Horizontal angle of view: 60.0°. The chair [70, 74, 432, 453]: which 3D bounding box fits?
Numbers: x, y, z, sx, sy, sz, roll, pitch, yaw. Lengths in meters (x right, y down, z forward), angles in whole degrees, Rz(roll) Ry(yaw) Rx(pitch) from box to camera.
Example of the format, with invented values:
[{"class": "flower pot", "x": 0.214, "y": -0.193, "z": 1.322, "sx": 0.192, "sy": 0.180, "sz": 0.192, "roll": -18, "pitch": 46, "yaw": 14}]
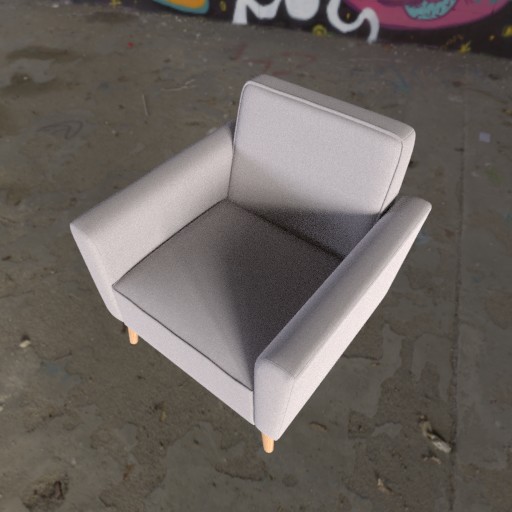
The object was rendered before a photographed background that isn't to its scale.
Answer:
[{"class": "chair", "x": 0.000, "y": 0.000, "z": 1.409, "sx": 0.780, "sy": 0.780, "sz": 0.750, "roll": 30, "pitch": 54, "yaw": 25}]
